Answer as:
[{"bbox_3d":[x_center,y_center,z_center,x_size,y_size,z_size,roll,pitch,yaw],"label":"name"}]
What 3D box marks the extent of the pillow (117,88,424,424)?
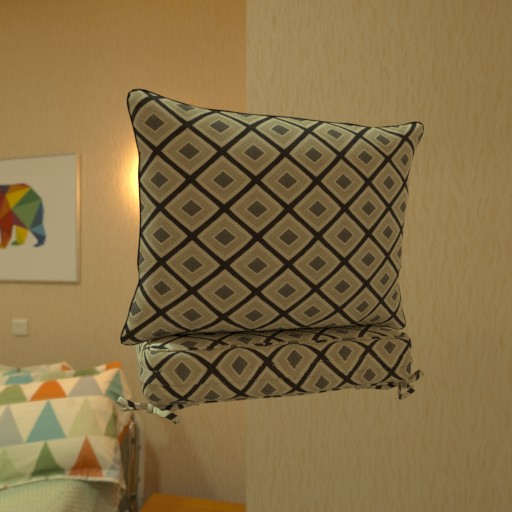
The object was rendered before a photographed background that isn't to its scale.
[{"bbox_3d":[0.000,0.000,1.337,0.798,0.722,0.733,0,0,-17],"label":"pillow"}]
